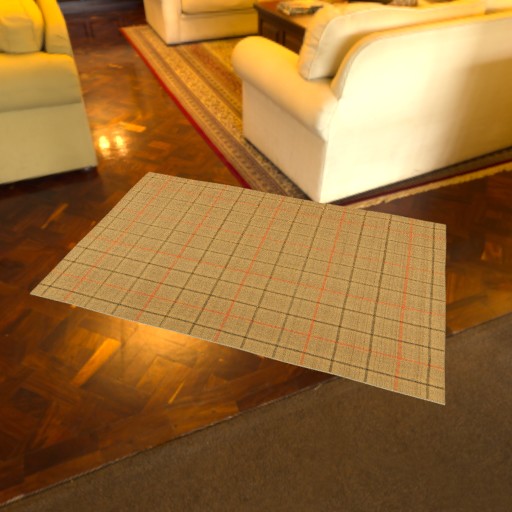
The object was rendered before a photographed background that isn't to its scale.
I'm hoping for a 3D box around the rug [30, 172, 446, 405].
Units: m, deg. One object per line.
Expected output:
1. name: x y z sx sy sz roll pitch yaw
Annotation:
1. rug: 0.000 0.000 2.995 2.439 0.015 1.524 12 43 13
